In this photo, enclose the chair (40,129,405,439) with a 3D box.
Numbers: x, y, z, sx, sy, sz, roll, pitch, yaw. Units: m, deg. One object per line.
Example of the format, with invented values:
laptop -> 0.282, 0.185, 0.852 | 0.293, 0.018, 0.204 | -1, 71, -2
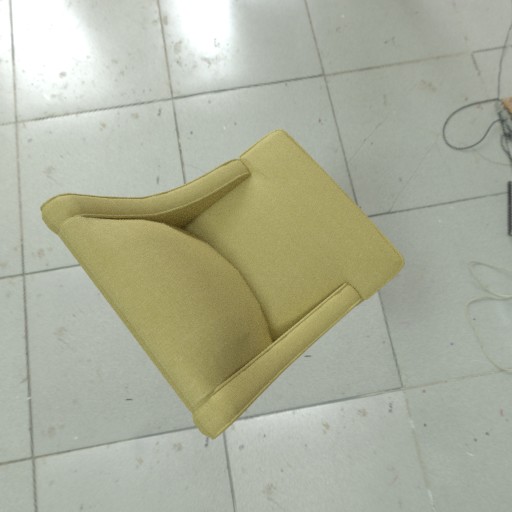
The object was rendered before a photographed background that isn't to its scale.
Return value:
chair -> 0.000, 0.000, 1.477 | 0.814, 0.896, 0.696 | -39, 79, -9
